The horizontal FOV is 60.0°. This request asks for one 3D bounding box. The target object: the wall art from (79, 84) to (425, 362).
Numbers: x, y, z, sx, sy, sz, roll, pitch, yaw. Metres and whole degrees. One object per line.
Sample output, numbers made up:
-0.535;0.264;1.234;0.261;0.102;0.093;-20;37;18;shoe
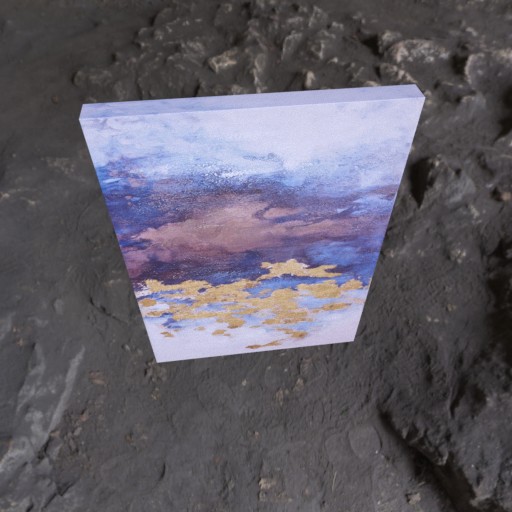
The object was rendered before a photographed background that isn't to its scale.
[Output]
0.000;0.000;0.778;0.437;0.581;0.036;-5;47;-5;wall art
